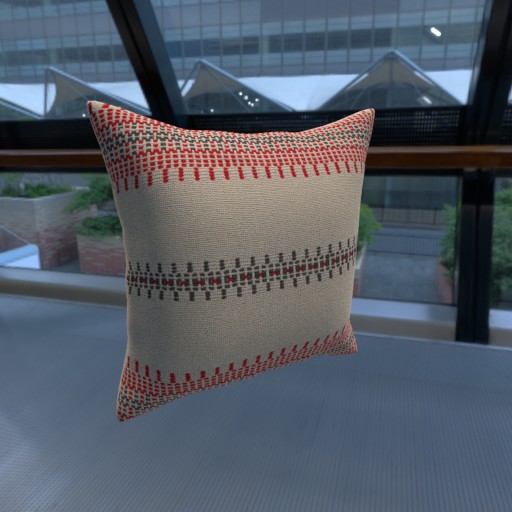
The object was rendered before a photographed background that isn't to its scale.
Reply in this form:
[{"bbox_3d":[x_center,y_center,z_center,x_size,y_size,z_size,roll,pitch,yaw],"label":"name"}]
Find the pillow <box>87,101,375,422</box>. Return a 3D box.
[{"bbox_3d":[0.000,0.000,0.701,0.463,0.454,0.160,-8,17,-28],"label":"pillow"}]
